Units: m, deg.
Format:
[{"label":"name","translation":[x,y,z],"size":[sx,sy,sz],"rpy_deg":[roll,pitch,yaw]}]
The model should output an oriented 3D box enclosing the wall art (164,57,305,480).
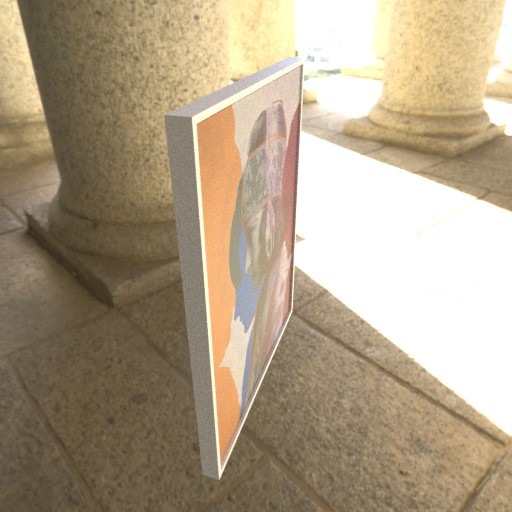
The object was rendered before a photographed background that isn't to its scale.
[{"label":"wall art","translation":[0.000,0.000,0.727],"size":[0.030,0.549,0.443],"rpy_deg":[10,32,16]}]
